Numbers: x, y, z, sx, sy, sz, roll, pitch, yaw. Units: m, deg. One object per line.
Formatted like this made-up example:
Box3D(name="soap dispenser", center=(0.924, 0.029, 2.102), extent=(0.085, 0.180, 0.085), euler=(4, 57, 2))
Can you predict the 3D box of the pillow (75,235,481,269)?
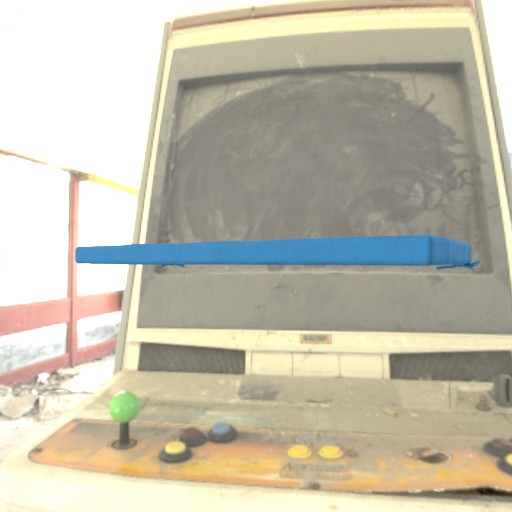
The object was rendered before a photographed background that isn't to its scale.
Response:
Box3D(name="pillow", center=(0.000, 0.000, 1.355), extent=(1.187, 0.081, 0.492), euler=(-1, -1, 35))
